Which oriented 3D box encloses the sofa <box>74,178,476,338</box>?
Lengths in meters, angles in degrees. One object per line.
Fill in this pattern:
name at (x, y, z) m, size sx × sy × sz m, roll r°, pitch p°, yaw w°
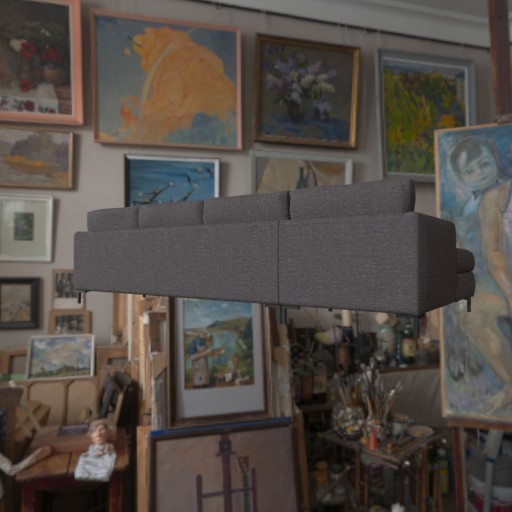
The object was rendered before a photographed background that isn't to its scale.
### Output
sofa at (0.000, 0.000, 3.241) m, size 2.731 × 0.754 × 1.258 m, roll 0°, pitch 0°, yaw 36°
